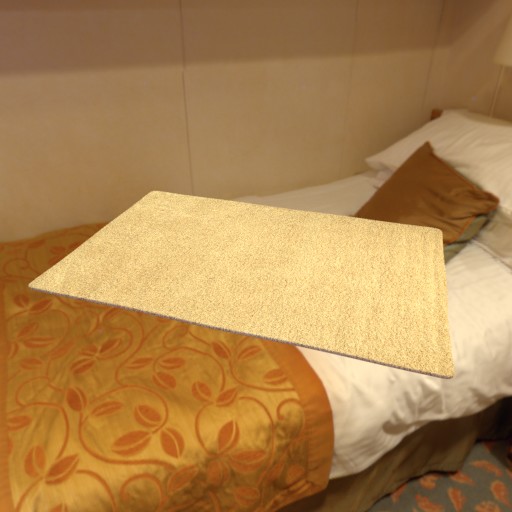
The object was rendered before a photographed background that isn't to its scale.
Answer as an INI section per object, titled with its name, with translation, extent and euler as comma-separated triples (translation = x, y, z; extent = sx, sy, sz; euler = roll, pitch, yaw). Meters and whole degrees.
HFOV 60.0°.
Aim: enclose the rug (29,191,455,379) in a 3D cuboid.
[rug]
translation = 0.000, 0.000, 2.905
extent = 2.349, 0.025, 1.500
euler = 9, 33, 15
